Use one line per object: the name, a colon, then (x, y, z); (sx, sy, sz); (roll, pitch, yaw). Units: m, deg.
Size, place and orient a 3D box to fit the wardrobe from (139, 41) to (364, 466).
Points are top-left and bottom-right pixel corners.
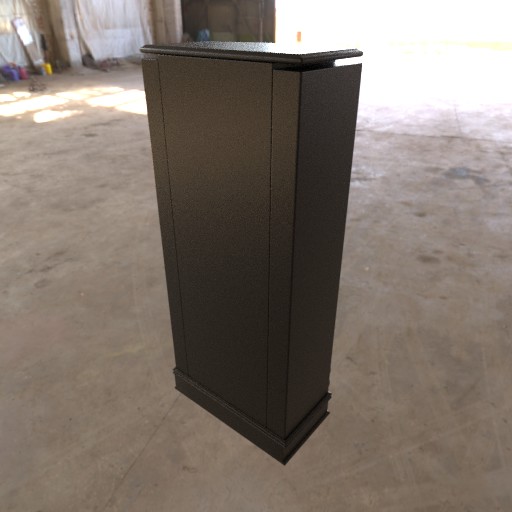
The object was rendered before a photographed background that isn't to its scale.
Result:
wardrobe: (0.000, 0.000, 1.177); (0.444, 1.011, 0.295); (22, 35, 34)
